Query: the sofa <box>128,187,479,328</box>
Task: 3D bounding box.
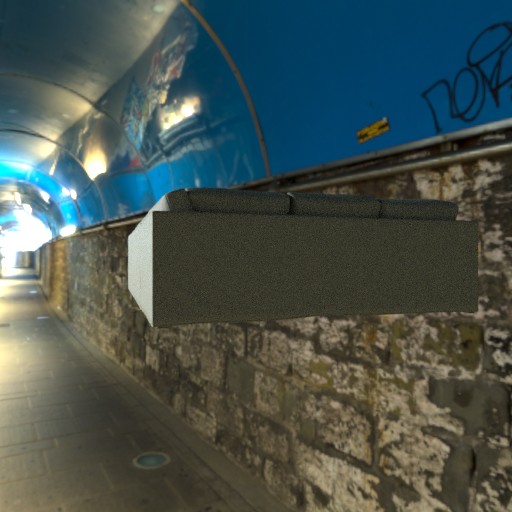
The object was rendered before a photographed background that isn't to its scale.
[{"bbox_3d":[0.000,0.000,4.600,2.427,0.882,3.460,0,0,-18],"label":"sofa"}]
